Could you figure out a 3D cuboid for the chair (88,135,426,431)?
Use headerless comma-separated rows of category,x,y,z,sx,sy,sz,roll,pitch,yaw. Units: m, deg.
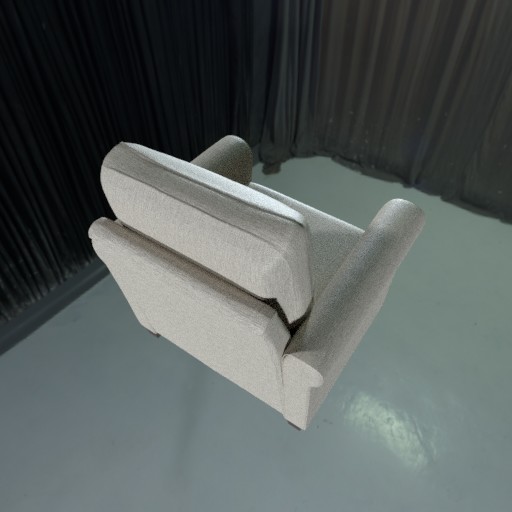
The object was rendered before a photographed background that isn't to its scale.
chair,0.000,0.000,2.233,1.275,1.349,1.180,26,52,23
